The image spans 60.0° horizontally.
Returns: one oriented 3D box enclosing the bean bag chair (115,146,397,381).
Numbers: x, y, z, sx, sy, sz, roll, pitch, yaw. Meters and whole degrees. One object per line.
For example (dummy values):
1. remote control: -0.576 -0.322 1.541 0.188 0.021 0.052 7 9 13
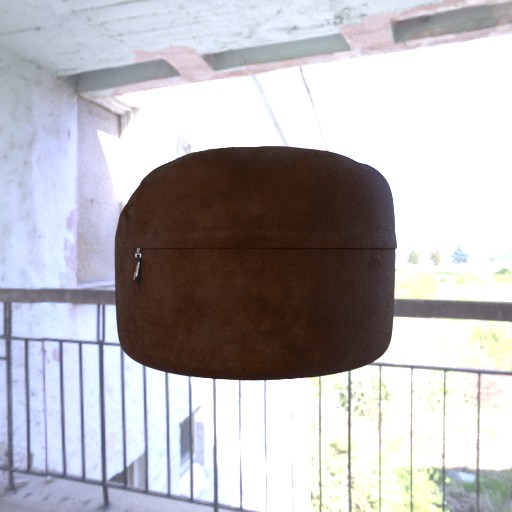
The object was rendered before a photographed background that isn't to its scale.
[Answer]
1. bean bag chair: 0.000 0.000 1.504 0.918 0.616 0.918 0 1 0
